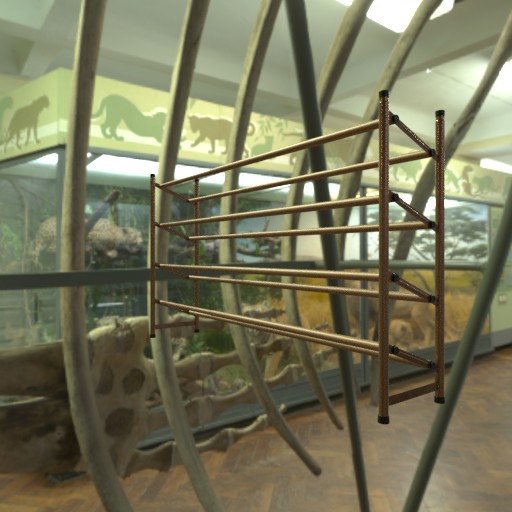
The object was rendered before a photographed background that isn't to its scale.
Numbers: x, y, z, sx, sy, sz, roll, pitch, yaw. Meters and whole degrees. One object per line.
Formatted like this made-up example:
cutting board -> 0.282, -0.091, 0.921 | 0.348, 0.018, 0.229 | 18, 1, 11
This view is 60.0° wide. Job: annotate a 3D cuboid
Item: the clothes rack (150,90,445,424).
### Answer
clothes rack -> 0.000, 0.000, 1.419 | 0.229, 0.672, 1.168 | 0, 0, -37
